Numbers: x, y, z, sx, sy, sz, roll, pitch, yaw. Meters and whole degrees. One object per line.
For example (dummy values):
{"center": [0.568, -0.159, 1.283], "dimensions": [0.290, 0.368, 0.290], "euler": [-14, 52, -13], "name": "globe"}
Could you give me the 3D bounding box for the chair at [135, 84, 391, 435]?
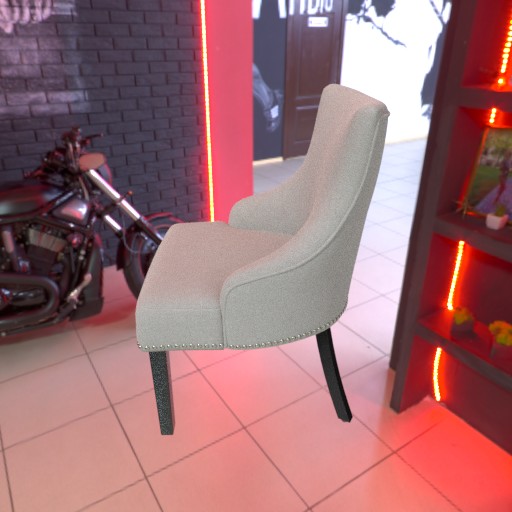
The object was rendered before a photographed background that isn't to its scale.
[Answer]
{"center": [0.000, 0.000, 1.304], "dimensions": [0.629, 0.909, 0.566], "euler": [0, 26, -1], "name": "chair"}
